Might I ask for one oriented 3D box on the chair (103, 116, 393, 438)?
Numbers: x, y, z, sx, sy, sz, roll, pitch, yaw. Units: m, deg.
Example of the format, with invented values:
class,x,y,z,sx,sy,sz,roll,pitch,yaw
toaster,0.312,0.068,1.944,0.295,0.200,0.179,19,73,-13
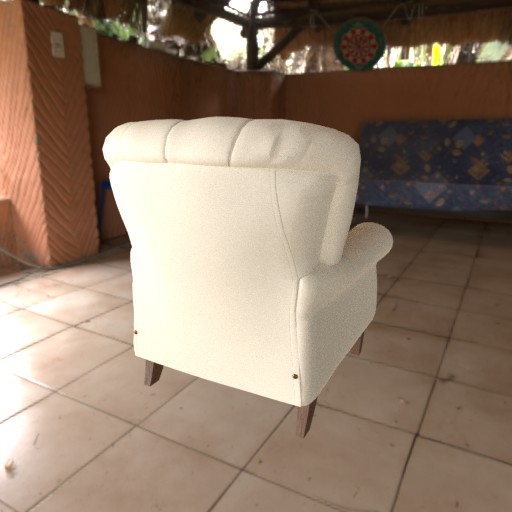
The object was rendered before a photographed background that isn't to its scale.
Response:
class,x,y,z,sx,sy,sz,roll,pitch,yaw
chair,0.000,0.000,1.993,1.035,1.169,1.132,8,18,27
